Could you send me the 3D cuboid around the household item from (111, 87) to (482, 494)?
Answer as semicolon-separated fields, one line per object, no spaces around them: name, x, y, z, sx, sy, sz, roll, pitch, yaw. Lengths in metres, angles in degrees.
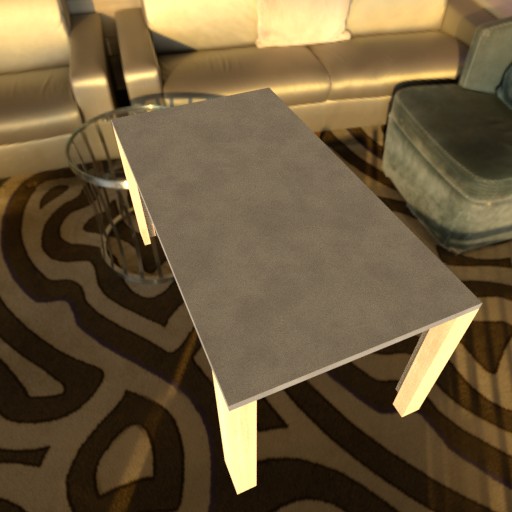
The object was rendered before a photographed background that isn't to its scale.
household item;0.000;0.000;2.049;0.850;0.755;1.600;-17;49;-16
